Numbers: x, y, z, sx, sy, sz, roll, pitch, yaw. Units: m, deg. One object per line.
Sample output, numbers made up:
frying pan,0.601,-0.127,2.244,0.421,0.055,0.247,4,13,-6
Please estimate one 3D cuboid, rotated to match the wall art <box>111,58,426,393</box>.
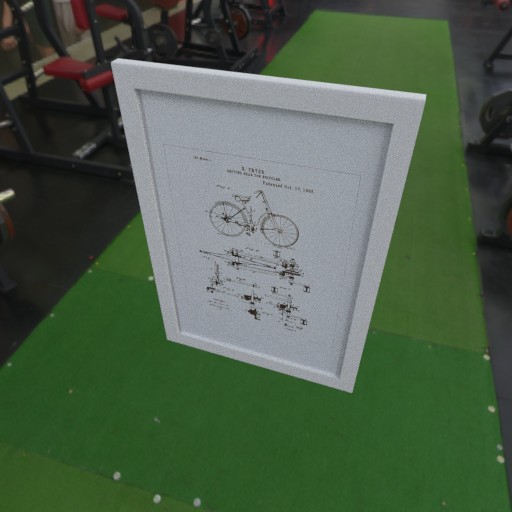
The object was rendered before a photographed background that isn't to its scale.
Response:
wall art,0.000,0.000,0.604,0.332,0.477,0.015,13,42,14
